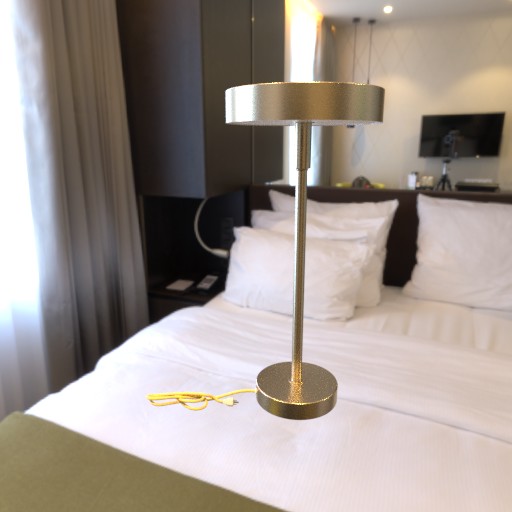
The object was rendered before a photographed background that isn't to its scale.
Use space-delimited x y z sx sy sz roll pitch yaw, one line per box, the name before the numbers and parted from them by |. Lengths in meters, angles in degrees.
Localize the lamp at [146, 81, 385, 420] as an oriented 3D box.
lamp | 0.000 0.000 0.699 0.369 0.508 0.229 -2 15 -7
